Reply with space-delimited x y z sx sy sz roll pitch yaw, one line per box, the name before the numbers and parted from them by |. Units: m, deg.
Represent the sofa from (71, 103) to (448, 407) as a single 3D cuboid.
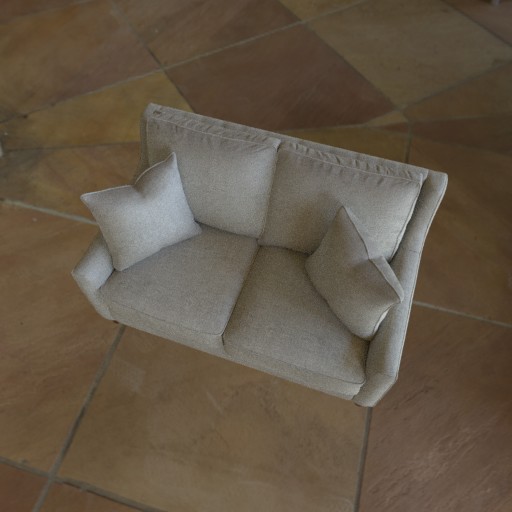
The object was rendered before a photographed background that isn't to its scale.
sofa | 0.000 0.000 2.049 1.422 0.863 0.915 16 59 10
